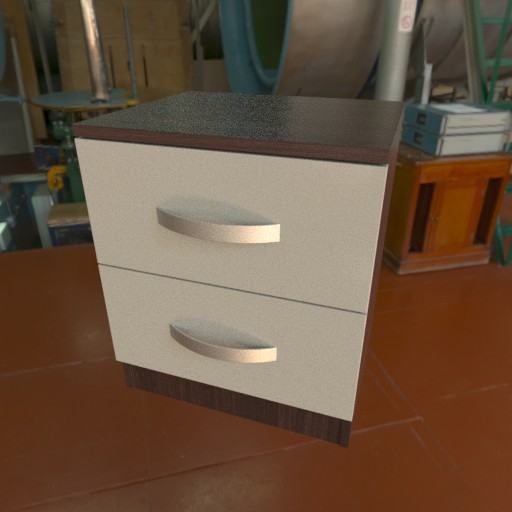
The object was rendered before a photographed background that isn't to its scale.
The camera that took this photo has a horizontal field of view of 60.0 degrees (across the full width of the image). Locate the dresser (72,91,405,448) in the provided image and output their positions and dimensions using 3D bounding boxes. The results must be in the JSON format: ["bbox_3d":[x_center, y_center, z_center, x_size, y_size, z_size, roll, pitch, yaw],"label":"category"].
[{"bbox_3d":[0.000,0.000,0.754,0.400,0.470,0.360,9,29,17],"label":"dresser"}]
